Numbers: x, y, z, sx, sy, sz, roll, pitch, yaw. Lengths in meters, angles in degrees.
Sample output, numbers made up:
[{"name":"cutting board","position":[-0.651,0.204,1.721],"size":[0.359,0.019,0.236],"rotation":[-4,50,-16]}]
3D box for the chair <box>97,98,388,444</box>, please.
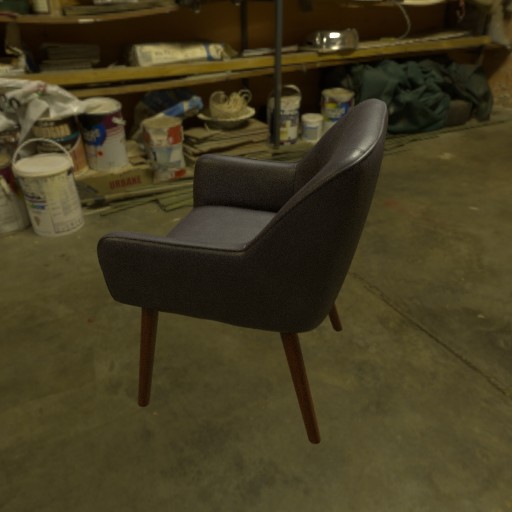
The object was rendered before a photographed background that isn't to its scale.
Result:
[{"name":"chair","position":[0.000,0.000,1.262],"size":[0.610,0.828,0.610],"rotation":[9,33,14]}]
